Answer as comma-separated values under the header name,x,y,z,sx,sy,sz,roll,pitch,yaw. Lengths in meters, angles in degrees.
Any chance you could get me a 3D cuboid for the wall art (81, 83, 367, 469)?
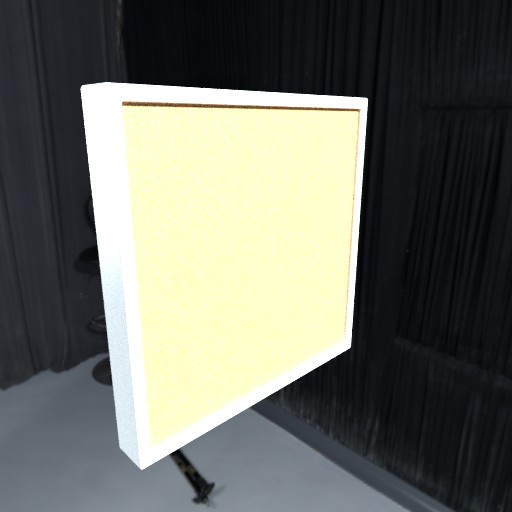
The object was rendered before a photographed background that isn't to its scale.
name,x,y,z,sx,sy,sz,roll,pitch,yaw
wall art,0.000,0.000,0.442,0.305,0.305,0.038,-16,23,-42
